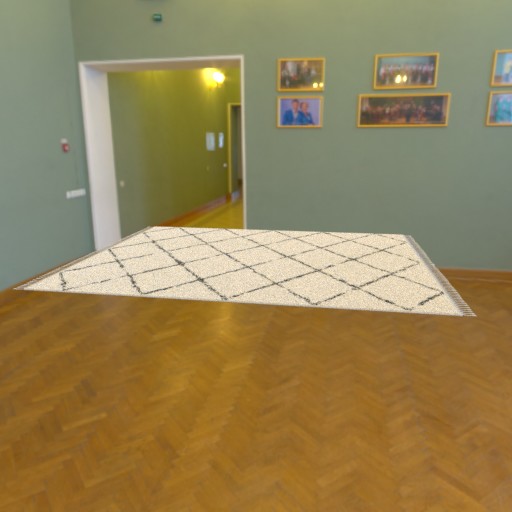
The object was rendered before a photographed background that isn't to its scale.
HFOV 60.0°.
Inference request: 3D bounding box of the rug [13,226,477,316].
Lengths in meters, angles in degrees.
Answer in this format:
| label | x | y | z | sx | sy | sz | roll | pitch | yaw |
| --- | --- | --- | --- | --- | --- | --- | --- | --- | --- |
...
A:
| label | x | y | z | sx | sy | sz | roll | pitch | yaw |
| --- | --- | --- | --- | --- | --- | --- | --- | --- | --- |
| rug | 0.000 | 0.000 | 3.988 | 3.051 | 0.013 | 2.380 | 2 | 15 | 9 |
